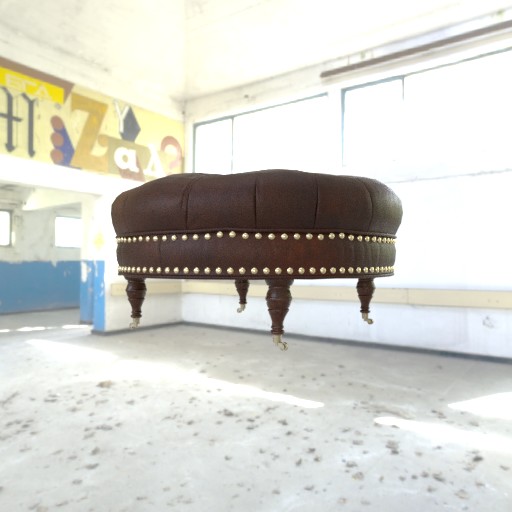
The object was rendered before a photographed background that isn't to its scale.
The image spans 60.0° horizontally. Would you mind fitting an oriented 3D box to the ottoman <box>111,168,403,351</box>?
[{"bbox_3d":[0.000,0.000,1.421,0.901,0.455,0.901,0,-1,0],"label":"ottoman"}]
